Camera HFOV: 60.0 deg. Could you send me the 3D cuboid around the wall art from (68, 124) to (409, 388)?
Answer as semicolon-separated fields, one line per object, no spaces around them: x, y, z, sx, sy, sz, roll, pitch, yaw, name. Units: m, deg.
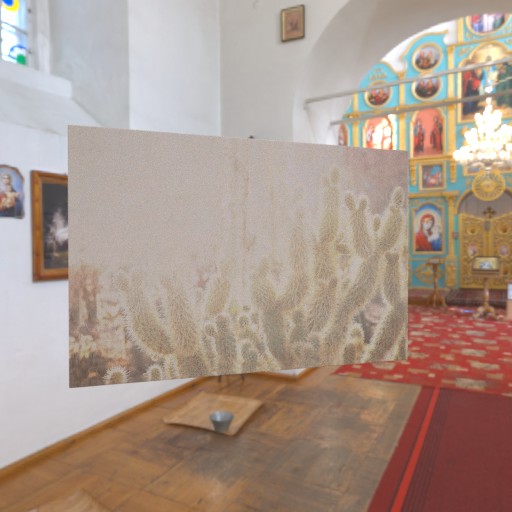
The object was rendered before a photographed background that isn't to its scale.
0.000;0.000;1.173;0.916;0.608;0.040;0;1;-17;wall art
